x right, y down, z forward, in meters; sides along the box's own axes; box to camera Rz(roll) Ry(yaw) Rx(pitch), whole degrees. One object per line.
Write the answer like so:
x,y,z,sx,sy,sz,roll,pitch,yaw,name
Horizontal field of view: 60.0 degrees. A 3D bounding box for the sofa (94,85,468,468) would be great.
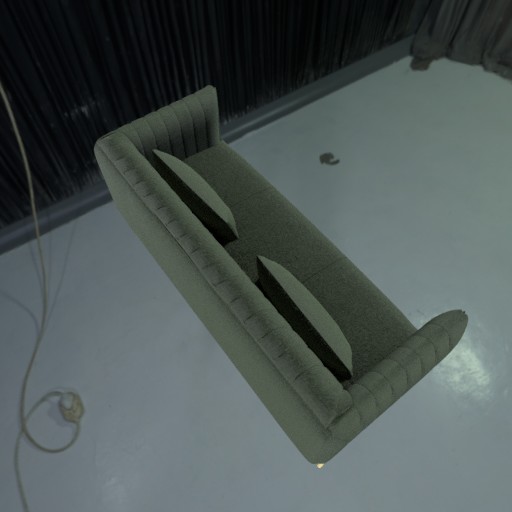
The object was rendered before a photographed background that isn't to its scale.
0.000,0.000,2.575,0.896,0.793,2.137,-33,63,-19,sofa
